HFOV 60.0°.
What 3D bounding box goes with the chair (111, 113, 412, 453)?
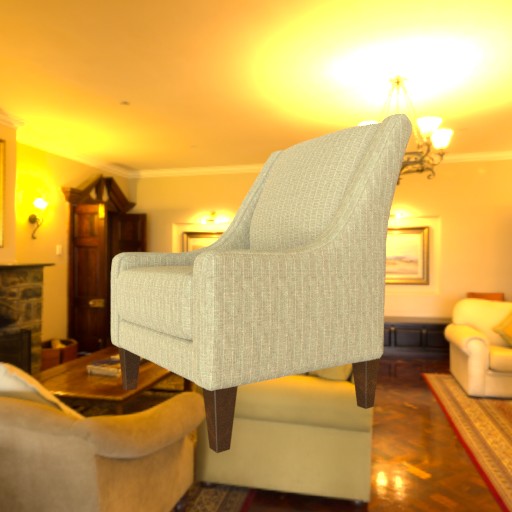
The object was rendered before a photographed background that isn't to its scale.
[{"bbox_3d":[0.000,0.000,1.637,0.870,1.014,0.774,0,0,-36],"label":"chair"}]
